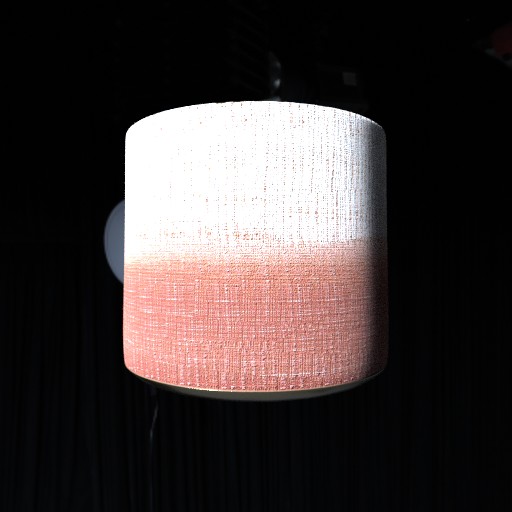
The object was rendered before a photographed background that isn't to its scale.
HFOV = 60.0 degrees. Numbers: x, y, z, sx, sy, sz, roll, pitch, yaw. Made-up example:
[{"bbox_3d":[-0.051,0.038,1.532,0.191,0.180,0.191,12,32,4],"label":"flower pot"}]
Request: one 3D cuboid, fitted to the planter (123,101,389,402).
[{"bbox_3d":[0.000,0.000,0.310,0.178,0.157,0.178,0,0,0],"label":"planter"}]
